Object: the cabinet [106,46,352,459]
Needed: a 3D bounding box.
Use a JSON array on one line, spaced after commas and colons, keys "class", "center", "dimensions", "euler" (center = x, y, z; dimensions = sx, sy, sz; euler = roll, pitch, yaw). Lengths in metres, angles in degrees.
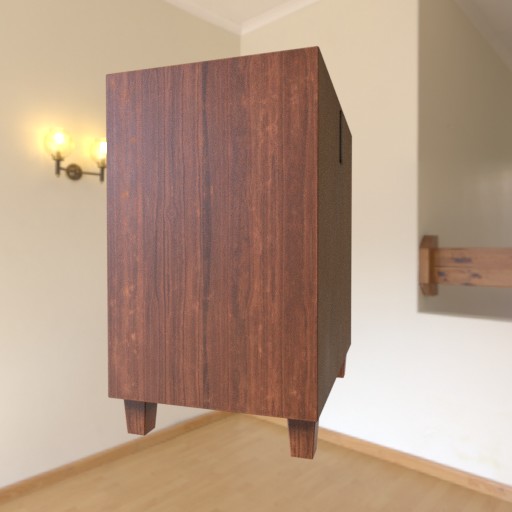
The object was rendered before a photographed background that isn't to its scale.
[{"class": "cabinet", "center": [0.000, 0.000, 1.071], "dimensions": [0.410, 0.695, 0.607], "euler": [0, 1, 17]}]
